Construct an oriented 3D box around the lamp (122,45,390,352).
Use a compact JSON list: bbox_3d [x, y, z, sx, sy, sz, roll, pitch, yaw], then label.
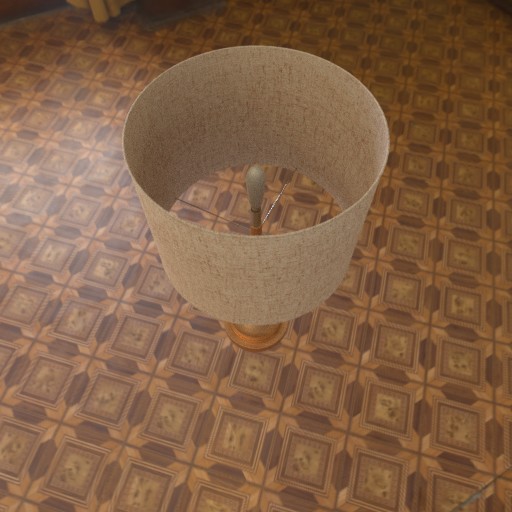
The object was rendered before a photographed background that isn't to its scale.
[{"bbox_3d":[0.000,0.000,0.799,0.321,0.610,0.321,-14,60,-8],"label":"lamp"}]
